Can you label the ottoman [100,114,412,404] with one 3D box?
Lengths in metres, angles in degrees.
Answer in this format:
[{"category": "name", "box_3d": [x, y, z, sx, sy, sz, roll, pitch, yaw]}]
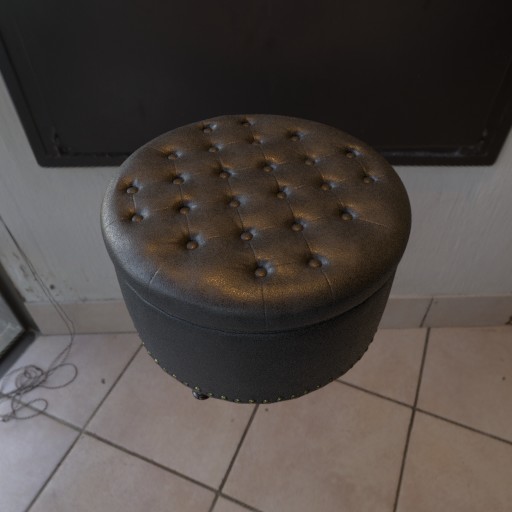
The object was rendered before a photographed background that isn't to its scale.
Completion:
[{"category": "ottoman", "box_3d": [0.000, 0.000, 1.062, 0.637, 0.442, 0.637, 0, 46, 0]}]
